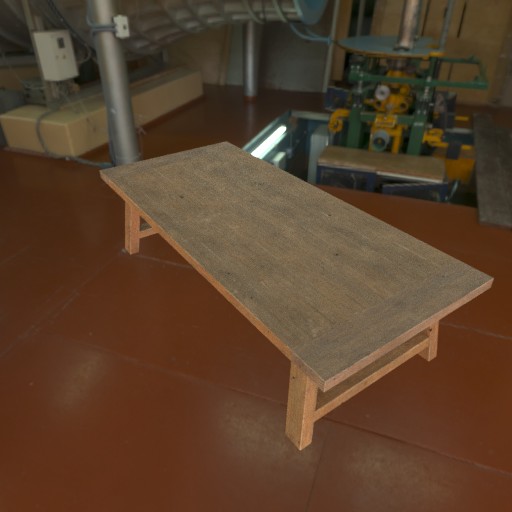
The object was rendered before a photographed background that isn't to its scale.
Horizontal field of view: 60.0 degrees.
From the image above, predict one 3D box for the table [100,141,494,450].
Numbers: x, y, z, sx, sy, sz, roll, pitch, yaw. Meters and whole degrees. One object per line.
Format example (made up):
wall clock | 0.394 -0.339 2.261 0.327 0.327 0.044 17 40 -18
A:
table | 0.000 0.000 2.135 0.820 0.465 1.800 -21 39 -29
